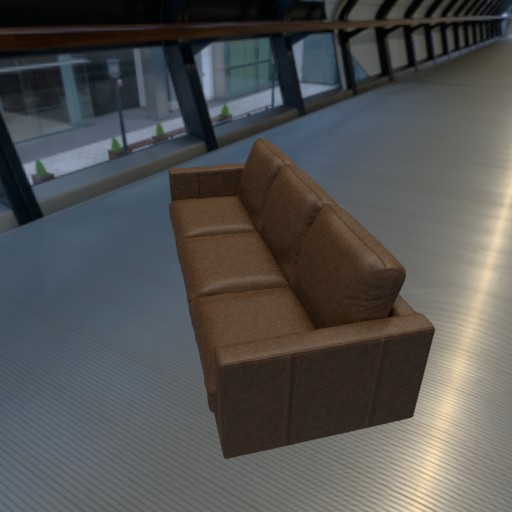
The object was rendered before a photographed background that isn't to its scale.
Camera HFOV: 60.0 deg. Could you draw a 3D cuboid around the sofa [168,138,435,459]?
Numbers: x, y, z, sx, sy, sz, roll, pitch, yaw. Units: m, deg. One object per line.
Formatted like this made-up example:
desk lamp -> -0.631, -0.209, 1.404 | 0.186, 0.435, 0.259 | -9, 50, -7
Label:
sofa -> 0.000, 0.000, 2.699 | 0.903, 0.930, 2.231 | -7, 30, -12
